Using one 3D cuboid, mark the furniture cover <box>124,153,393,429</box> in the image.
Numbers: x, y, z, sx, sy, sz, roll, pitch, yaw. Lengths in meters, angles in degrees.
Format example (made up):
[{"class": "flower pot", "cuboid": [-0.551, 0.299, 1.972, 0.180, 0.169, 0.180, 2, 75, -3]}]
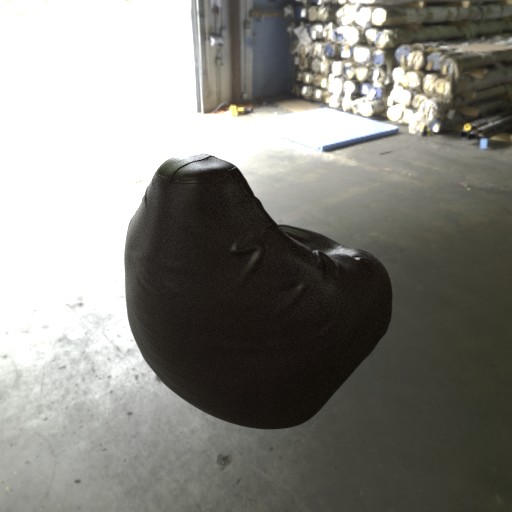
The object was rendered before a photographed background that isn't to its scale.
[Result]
[{"class": "furniture cover", "cuboid": [0.000, 0.000, 1.836, 1.070, 0.990, 1.070, 21, 37, 31]}]
